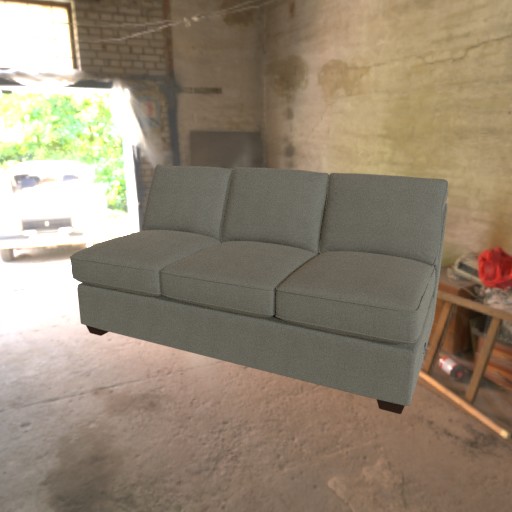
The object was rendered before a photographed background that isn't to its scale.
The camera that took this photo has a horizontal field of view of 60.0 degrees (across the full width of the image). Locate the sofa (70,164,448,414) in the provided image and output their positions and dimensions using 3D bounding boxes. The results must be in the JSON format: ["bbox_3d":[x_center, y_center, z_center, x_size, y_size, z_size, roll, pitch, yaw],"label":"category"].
[{"bbox_3d":[0.000,0.000,2.774,2.092,1.036,1.127,7,17,25],"label":"sofa"}]
